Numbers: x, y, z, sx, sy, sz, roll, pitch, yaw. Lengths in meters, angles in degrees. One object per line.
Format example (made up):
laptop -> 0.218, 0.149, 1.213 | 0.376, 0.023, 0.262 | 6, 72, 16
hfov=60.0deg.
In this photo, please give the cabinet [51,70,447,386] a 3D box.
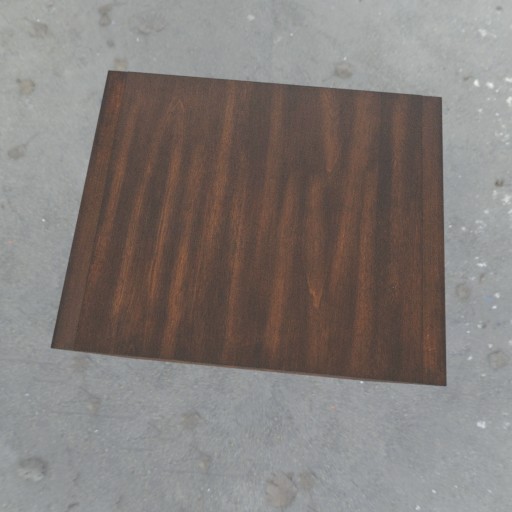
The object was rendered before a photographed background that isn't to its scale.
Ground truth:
cabinet -> 0.000, 0.000, 0.812 | 0.500, 0.455, 0.402 | 5, 75, 1
